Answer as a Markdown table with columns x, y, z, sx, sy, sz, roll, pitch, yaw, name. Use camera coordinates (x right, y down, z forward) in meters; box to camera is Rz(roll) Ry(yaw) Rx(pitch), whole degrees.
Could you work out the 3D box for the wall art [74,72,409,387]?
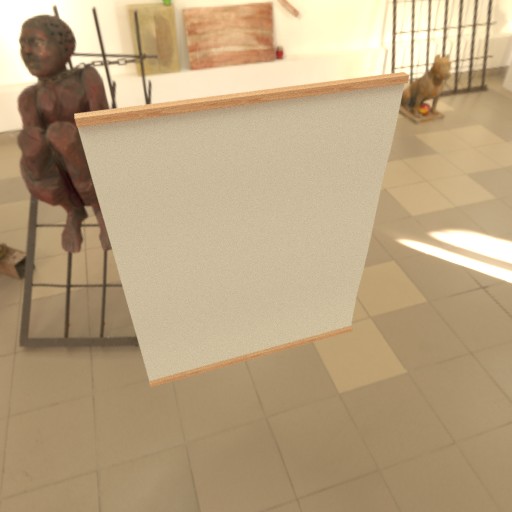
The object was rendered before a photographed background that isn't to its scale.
| x | y | z | sx | sy | sz | roll | pitch | yaw | name |
| --- | --- | --- | --- | --- | --- | --- | --- | --- | --- |
| 0.000 | 0.000 | 0.686 | 0.406 | 0.508 | 0.013 | -12 | 43 | -14 | wall art |
